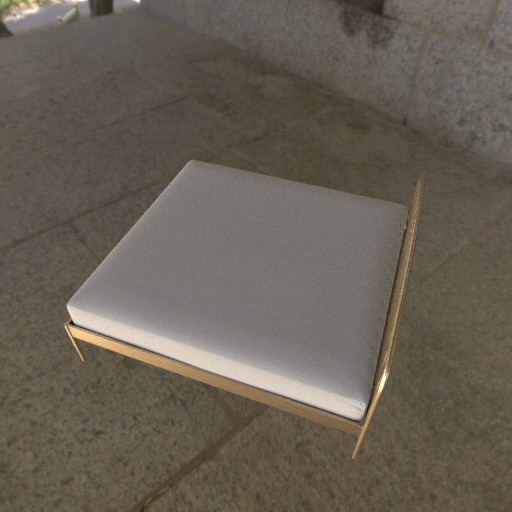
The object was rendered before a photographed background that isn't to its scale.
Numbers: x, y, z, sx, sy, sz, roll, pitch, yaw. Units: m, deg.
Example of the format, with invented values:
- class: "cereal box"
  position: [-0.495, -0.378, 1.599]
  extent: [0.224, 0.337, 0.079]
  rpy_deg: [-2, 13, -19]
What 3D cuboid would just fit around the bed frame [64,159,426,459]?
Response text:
- class: "bed frame"
  position: [0.000, 0.000, 3.435]
  extent: [2.152, 1.174, 2.016]
  rpy_deg: [15, 47, 14]
